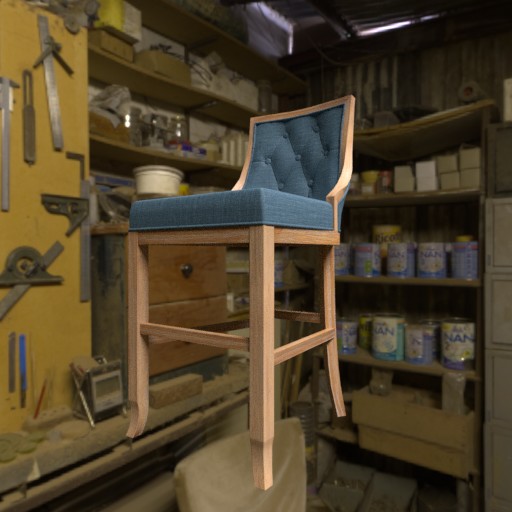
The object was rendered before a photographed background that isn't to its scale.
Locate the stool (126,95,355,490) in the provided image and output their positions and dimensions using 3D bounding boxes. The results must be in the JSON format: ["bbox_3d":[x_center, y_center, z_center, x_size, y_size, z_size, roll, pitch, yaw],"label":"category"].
[{"bbox_3d":[0.000,0.000,1.442,0.524,1.101,0.626,0,0,37],"label":"stool"}]
